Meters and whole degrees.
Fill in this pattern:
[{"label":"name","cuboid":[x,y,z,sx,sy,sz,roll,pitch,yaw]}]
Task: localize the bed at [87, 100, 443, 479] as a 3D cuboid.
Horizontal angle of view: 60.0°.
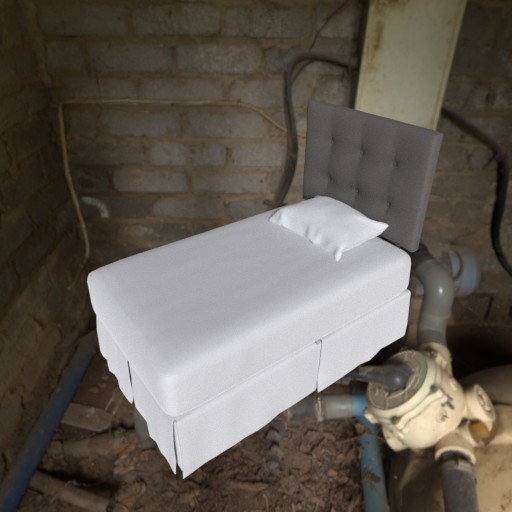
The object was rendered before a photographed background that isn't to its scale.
[{"label":"bed","cuboid":[0.000,0.000,2.941,1.997,1.571,1.261,-21,37,-30]}]
